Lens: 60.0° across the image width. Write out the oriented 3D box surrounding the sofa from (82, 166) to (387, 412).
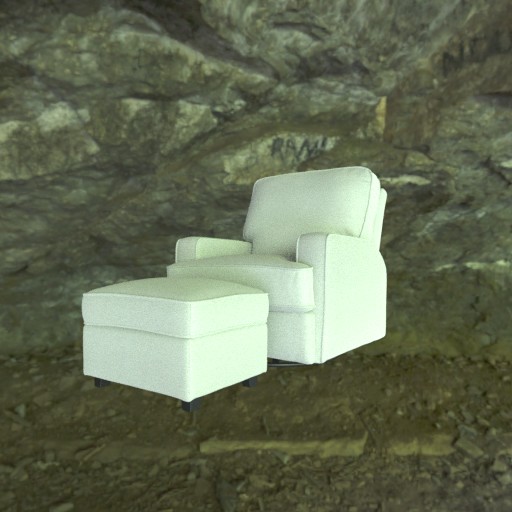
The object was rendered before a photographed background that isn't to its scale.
[{"bbox_3d":[0.000,0.000,2.053,0.861,0.959,1.472,0,0,35],"label":"sofa"}]
